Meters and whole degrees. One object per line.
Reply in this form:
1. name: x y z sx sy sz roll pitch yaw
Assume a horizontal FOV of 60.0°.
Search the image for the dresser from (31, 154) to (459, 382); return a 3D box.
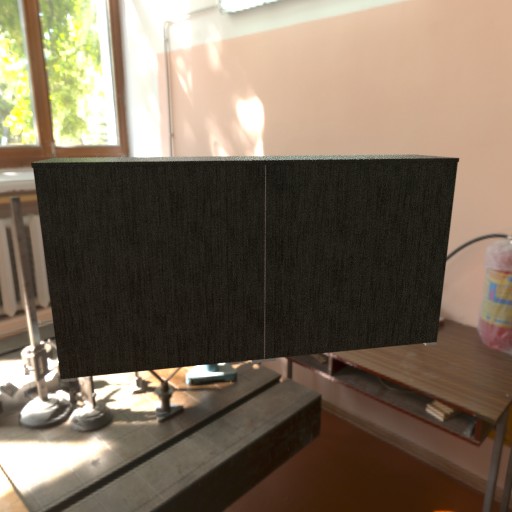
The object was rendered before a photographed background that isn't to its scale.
1. dresser: 0.000 0.000 1.826 1.535 0.790 0.333 -3 16 -11
